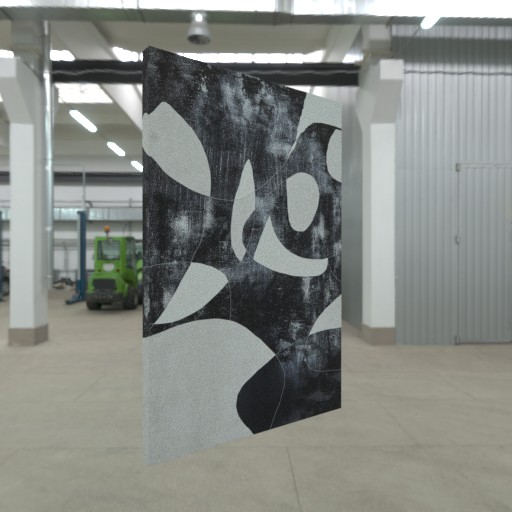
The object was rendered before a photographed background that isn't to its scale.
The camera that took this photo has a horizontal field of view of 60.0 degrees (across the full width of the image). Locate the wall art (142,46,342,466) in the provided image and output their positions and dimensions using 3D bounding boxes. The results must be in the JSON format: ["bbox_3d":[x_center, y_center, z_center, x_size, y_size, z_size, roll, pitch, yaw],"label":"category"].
[{"bbox_3d":[0.000,0.000,1.161,0.610,0.915,0.041,0,0,-37],"label":"wall art"}]
